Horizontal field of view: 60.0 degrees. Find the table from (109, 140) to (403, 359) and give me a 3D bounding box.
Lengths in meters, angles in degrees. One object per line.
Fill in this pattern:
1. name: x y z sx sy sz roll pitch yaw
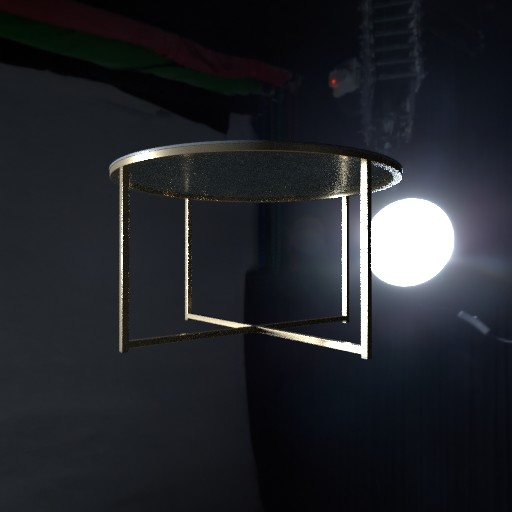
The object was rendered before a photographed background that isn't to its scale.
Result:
1. table: 0.000 0.000 1.271 0.800 0.450 0.800 0 -1 0
